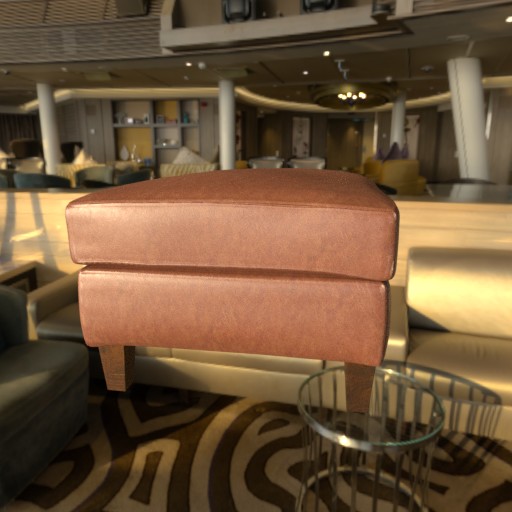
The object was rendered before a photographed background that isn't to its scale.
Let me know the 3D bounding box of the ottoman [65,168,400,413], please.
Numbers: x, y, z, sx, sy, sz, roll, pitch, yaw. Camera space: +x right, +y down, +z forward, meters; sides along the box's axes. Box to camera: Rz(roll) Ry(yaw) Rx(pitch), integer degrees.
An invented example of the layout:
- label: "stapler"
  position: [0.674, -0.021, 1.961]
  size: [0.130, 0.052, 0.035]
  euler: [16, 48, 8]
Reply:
- label: "ottoman"
  position: [0.000, 0.000, 1.244]
  size: [0.650, 0.485, 0.851]
  euler: [2, 14, 9]
